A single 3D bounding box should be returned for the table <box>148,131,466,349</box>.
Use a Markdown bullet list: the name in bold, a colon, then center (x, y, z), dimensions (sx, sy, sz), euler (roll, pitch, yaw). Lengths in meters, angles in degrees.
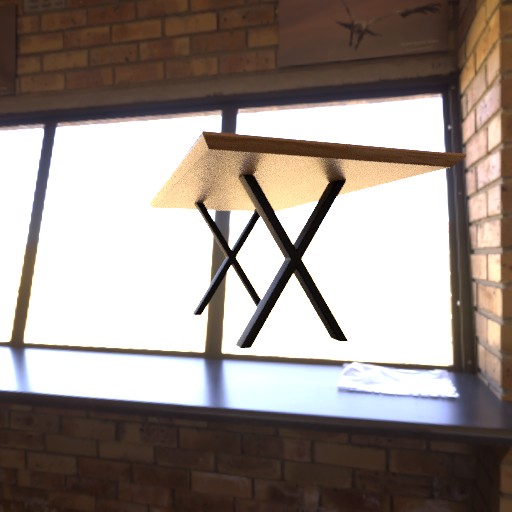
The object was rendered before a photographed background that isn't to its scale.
- **table**: center (0.000, 0.000, 2.454), dimensions (1.000, 0.770, 2.000), euler (0, 0, -18)
